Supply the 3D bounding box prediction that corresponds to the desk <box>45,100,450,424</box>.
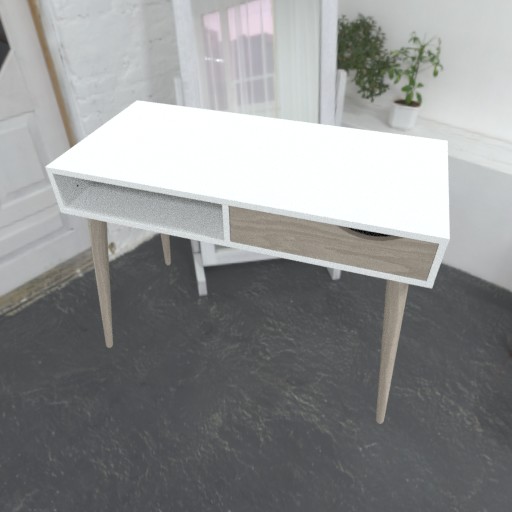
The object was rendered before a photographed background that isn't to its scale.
[{"bbox_3d":[0.000,0.000,1.421,0.979,0.723,0.491,12,42,13],"label":"desk"}]
